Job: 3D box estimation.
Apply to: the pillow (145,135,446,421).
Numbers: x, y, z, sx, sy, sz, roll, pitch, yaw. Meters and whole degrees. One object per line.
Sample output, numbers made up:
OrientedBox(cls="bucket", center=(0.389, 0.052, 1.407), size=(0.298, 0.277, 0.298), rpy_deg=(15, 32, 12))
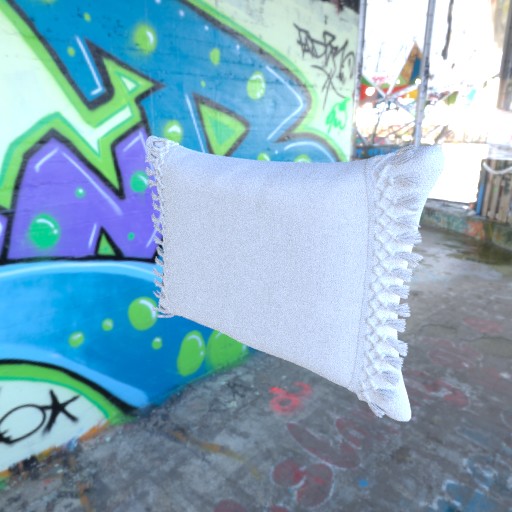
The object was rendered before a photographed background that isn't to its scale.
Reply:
OrientedBox(cls="pillow", center=(0.000, 0.000, 0.594), size=(0.466, 0.305, 0.084), rpy_deg=(15, 23, 40))
